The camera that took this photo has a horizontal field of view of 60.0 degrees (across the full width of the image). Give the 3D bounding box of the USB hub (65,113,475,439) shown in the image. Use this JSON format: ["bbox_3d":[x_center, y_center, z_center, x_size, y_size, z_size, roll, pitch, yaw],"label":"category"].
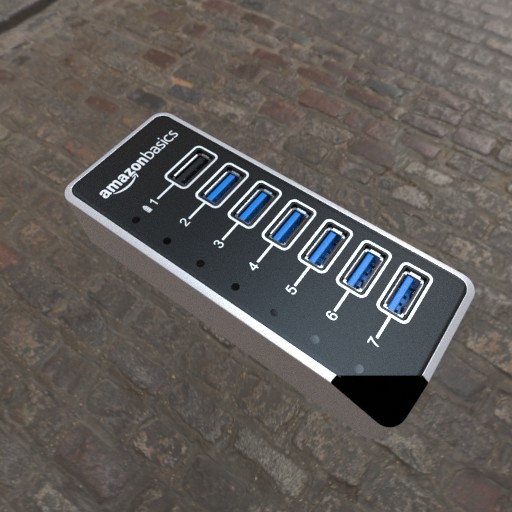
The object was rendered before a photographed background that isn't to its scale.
[{"bbox_3d":[0.000,0.000,0.129,0.110,0.023,0.044,32,64,18],"label":"USB hub"}]
